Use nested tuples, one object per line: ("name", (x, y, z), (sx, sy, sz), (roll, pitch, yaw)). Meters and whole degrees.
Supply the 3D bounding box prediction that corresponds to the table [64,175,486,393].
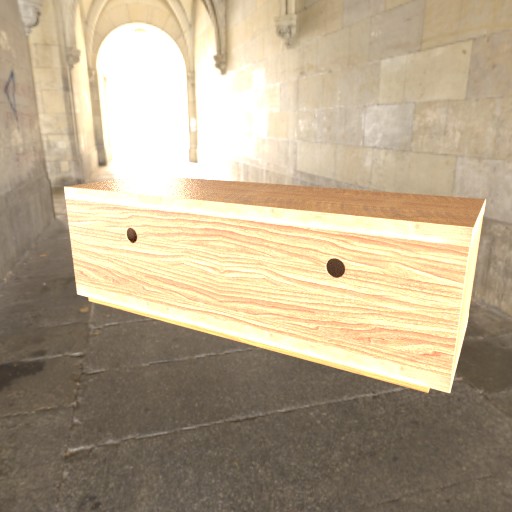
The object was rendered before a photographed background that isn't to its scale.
("table", (0.000, 0.000, 1.709), (1.499, 0.491, 0.499), (9, 19, 28))
